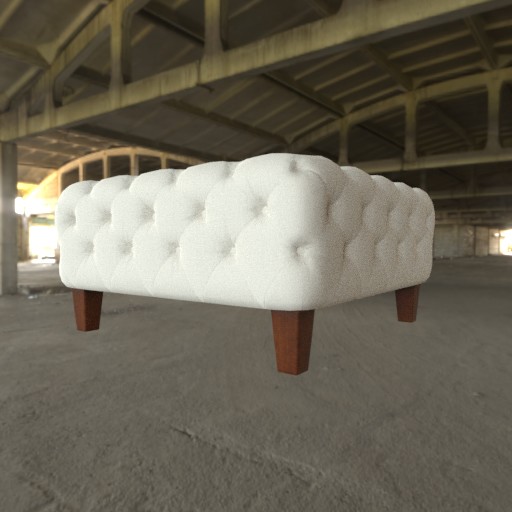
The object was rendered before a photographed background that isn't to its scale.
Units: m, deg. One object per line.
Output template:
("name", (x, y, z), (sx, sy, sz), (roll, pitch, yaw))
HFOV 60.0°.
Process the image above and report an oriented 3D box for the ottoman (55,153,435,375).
("ottoman", (0.000, 0.000, 1.195), (0.753, 0.376, 0.755), (1, 2, 37))
